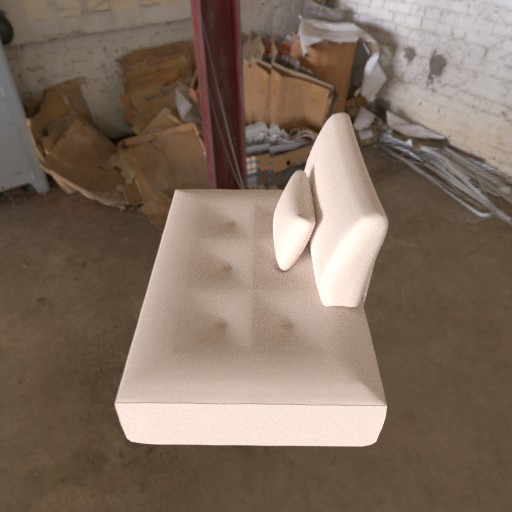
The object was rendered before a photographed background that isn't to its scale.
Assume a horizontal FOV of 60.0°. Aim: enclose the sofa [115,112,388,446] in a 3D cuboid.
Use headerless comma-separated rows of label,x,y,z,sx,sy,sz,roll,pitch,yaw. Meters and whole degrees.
sofa,0.000,0.000,2.070,1.000,0.820,1.450,0,40,1
